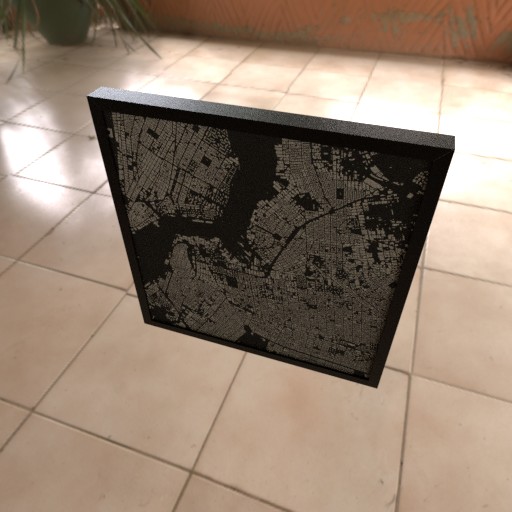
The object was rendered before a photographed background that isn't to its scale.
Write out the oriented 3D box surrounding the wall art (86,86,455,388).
[{"bbox_3d":[0.000,0.000,0.761,0.506,0.506,0.038,13,43,14],"label":"wall art"}]
